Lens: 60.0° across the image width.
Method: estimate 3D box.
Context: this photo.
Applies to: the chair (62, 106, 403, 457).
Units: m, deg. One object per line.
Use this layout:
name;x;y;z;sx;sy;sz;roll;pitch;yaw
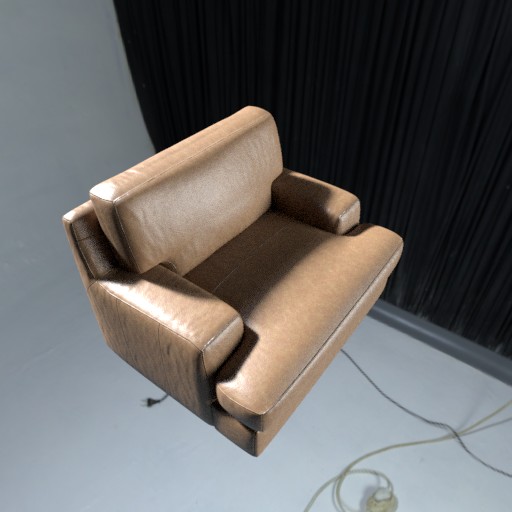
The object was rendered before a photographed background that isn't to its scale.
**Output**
chair;0.000;0.000;2.077;1.050;0.978;1.276;26;47;27
